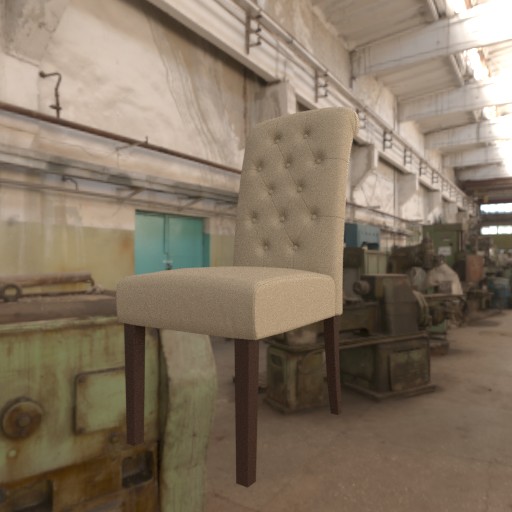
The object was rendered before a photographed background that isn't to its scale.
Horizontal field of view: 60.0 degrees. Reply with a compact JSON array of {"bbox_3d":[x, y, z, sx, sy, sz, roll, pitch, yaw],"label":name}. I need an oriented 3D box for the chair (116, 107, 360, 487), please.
[{"bbox_3d":[0.000,0.000,1.340,0.456,1.006,0.671,0,0,35],"label":"chair"}]
